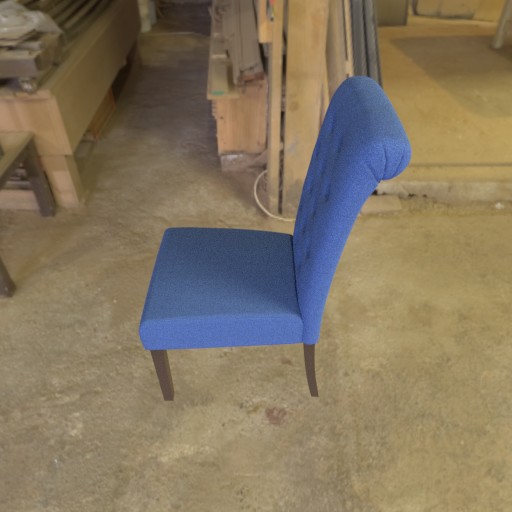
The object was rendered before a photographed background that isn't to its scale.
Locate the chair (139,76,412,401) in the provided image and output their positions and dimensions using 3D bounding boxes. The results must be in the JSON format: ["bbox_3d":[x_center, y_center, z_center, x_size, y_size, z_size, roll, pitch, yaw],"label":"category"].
[{"bbox_3d":[0.000,0.000,1.381,0.671,1.006,0.456,0,41,0],"label":"chair"}]
